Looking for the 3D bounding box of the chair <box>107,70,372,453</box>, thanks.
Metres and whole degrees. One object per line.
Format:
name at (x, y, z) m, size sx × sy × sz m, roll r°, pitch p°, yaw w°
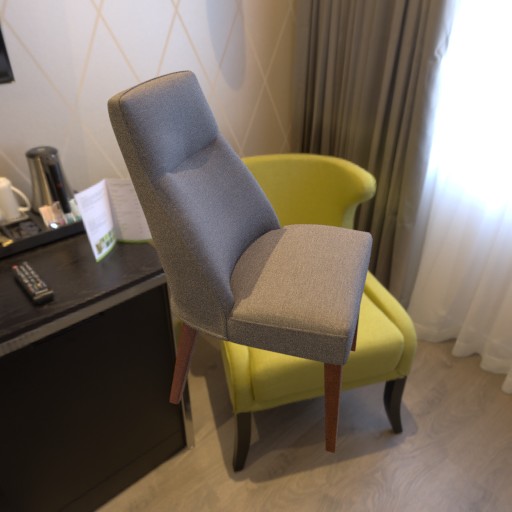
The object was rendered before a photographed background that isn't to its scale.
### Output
chair at (0.000, 0.000, 1.271) m, size 0.620 × 0.930 × 0.500 m, roll 10°, pitch 33°, yaw 15°
